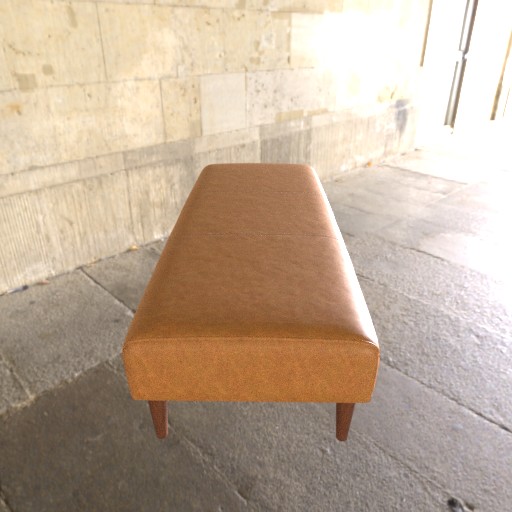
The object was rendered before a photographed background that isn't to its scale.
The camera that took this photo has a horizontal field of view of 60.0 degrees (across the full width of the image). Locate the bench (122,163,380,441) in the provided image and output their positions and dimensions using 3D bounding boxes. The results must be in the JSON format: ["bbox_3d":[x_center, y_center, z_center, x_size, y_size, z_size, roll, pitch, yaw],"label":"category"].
[{"bbox_3d":[0.000,0.000,1.829,0.653,0.399,1.610,0,26,1],"label":"bench"}]
